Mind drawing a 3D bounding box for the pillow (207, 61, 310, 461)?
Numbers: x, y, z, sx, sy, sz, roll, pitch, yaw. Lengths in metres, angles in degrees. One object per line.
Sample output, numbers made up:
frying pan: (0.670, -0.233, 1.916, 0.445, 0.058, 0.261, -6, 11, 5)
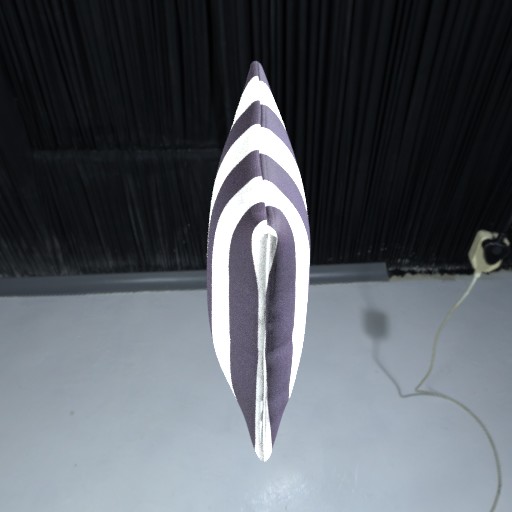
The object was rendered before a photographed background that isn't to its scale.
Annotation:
pillow: (0.000, 0.000, 0.822, 0.189, 0.526, 0.536, -2, 42, -2)
